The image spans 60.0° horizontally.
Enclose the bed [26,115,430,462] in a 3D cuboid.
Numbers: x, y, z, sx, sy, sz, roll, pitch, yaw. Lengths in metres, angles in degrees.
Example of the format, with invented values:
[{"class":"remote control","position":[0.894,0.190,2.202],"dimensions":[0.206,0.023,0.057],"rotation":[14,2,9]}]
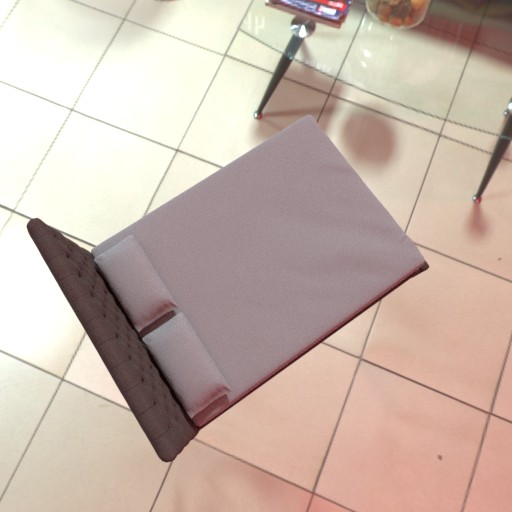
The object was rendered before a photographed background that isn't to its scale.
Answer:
[{"class":"bed","position":[0.000,0.000,3.424],"dimensions":[2.387,1.427,1.698],"rotation":[-33,79,-8]}]
